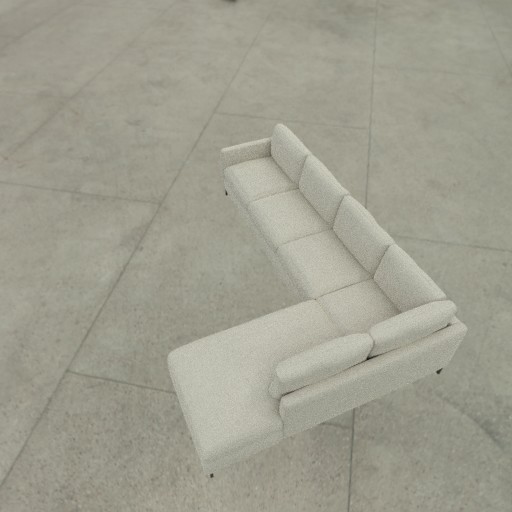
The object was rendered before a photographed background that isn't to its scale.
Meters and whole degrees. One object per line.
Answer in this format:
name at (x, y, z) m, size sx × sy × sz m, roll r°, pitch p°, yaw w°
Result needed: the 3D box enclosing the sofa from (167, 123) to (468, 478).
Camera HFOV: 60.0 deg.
sofa at (0.000, 0.000, 3.892) m, size 2.007 × 0.815 × 2.949 m, roll -17°, pitch 48°, yaw -16°
